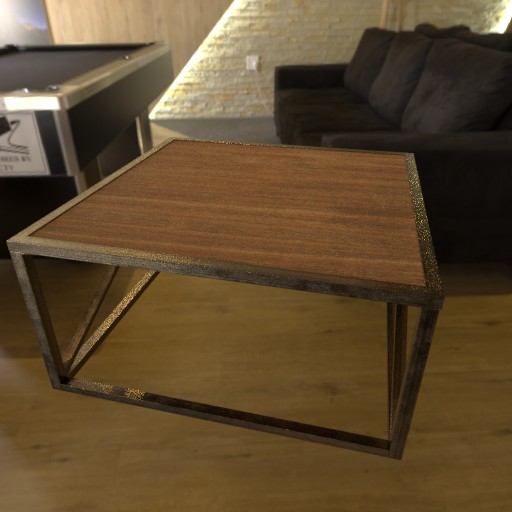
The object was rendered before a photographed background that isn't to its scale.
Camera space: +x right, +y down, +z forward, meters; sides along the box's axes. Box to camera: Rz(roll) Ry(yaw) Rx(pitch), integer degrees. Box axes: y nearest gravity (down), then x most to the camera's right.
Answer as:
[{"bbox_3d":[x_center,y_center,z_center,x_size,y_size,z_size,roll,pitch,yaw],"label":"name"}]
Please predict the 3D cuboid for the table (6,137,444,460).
[{"bbox_3d":[0.000,0.000,1.369,0.909,0.451,0.899,7,30,12],"label":"table"}]
